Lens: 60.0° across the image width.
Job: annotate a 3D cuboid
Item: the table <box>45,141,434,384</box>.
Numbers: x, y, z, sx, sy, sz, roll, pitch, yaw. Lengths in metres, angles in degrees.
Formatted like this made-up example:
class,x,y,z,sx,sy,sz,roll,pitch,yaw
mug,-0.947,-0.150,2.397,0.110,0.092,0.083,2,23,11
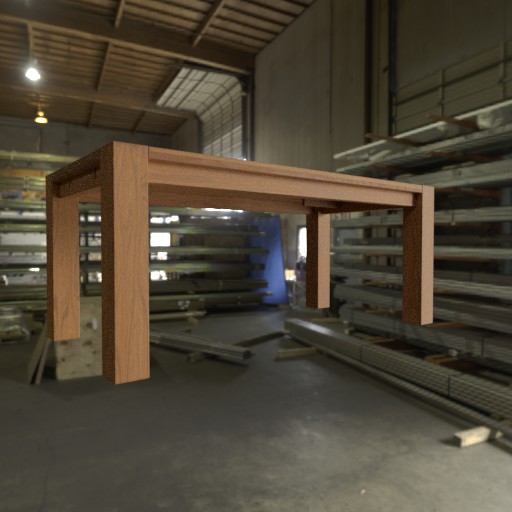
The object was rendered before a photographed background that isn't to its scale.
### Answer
class,x,y,z,sx,sy,sz,roll,pitch,yaw
table,0.000,0.000,2.278,1.800,0.760,0.900,-1,2,-37
